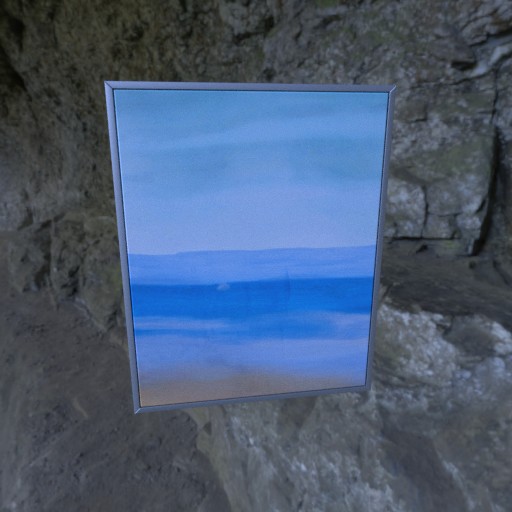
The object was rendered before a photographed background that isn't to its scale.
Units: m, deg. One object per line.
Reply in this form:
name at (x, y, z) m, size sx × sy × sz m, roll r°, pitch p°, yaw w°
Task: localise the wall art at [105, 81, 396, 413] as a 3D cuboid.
wall art at (0.000, 0.000, 0.763) m, size 0.445 × 0.553 × 0.039 m, roll -3°, pitch 17°, yaw -9°
